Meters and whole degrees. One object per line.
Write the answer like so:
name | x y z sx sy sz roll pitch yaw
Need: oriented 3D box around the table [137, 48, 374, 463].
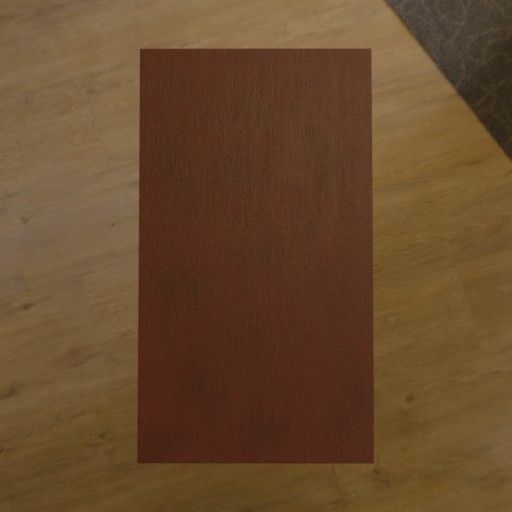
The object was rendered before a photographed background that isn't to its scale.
table | 0.000 0.000 1.231 0.533 0.456 0.943 0 89 0
